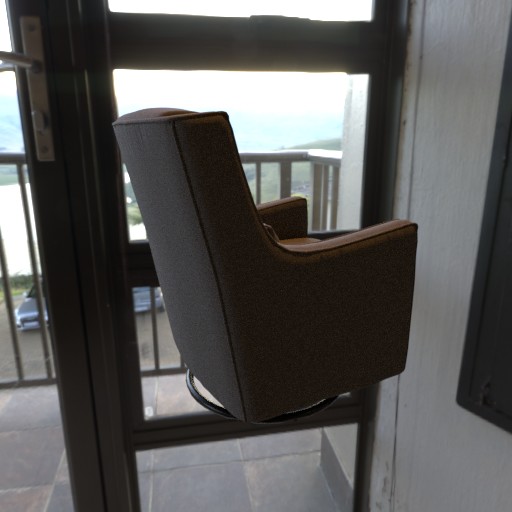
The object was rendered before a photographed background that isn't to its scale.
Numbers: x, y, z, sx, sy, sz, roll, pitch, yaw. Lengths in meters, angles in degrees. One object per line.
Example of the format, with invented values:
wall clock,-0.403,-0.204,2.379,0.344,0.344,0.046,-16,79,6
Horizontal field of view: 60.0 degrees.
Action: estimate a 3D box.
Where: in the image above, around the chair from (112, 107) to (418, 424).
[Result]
chair,0.000,0.000,1.595,0.879,0.993,0.732,-8,18,-27
